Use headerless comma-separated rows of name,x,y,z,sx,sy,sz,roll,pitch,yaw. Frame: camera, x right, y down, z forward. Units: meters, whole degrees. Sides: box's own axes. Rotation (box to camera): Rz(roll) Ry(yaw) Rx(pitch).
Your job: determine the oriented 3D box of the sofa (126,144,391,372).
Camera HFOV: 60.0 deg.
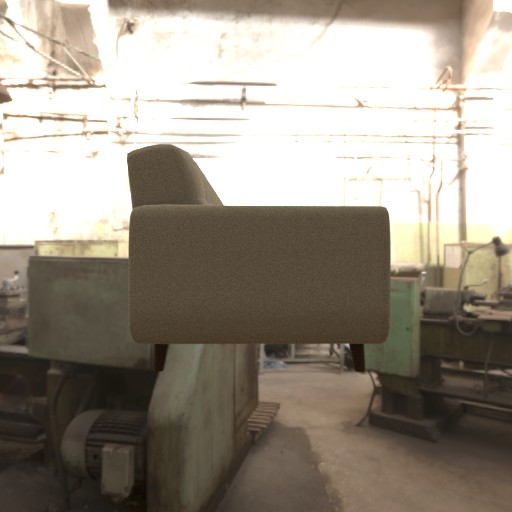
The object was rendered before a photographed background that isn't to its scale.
sofa,0.000,0.000,2.614,0.980,0.892,2.137,0,0,0
